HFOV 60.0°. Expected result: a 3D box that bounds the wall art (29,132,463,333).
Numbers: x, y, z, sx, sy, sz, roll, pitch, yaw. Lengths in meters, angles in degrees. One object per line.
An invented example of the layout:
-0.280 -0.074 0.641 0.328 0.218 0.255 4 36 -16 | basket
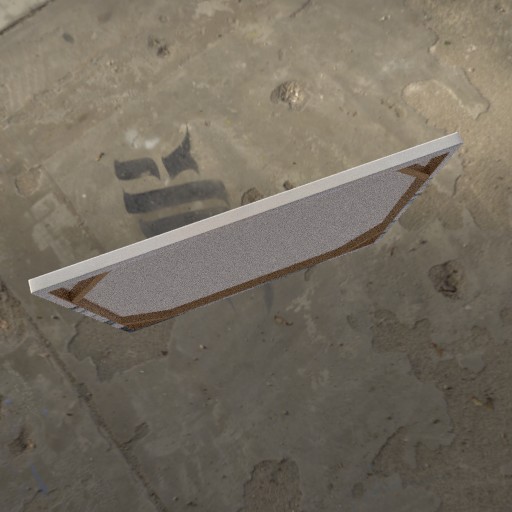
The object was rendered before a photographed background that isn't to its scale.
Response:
0.000 0.000 1.615 1.219 0.915 0.039 -20 75 -6 | wall art
